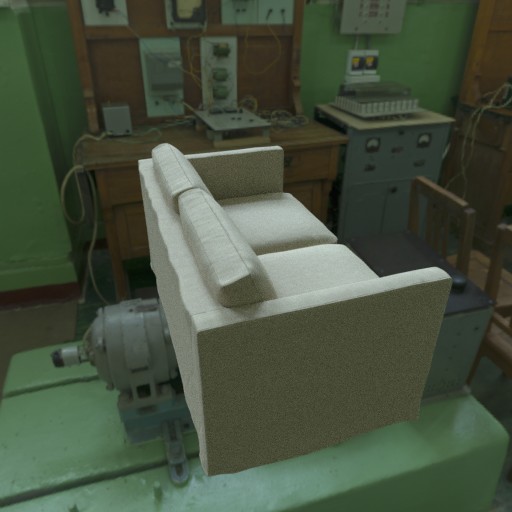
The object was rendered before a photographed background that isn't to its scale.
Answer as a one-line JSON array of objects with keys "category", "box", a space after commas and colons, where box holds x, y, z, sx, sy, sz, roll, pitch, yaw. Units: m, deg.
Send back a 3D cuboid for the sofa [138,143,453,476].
[{"category": "sofa", "box": [0.000, 0.000, 2.256, 0.962, 0.835, 1.719, -10, 32, -16]}]
